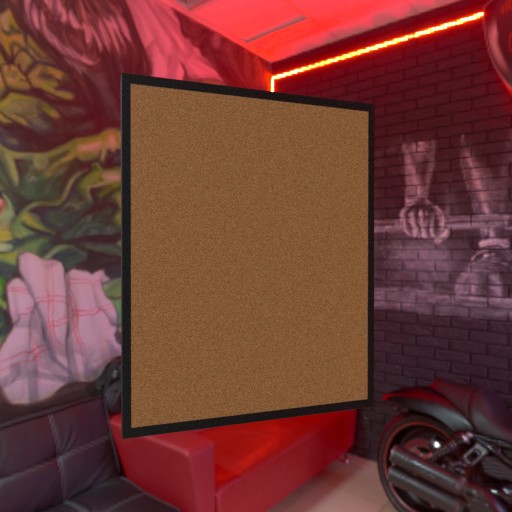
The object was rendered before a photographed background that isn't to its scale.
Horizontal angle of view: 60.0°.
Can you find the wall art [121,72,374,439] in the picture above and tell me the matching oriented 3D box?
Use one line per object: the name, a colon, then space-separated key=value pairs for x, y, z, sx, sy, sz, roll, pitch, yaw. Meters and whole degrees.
wall art: x=0.000 y=0.000 z=0.507 sx=0.294 sy=0.369 sz=0.030 roll=0 pitch=0 yaw=-19
